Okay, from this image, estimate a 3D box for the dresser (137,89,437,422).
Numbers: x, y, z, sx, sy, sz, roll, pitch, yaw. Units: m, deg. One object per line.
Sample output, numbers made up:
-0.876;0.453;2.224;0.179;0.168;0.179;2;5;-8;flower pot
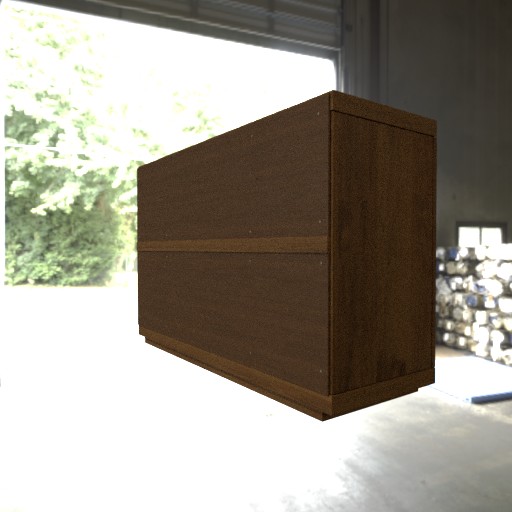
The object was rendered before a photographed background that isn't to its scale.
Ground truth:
0.000;0.000;1.718;0.479;0.825;1.261;-1;1;-36;dresser
